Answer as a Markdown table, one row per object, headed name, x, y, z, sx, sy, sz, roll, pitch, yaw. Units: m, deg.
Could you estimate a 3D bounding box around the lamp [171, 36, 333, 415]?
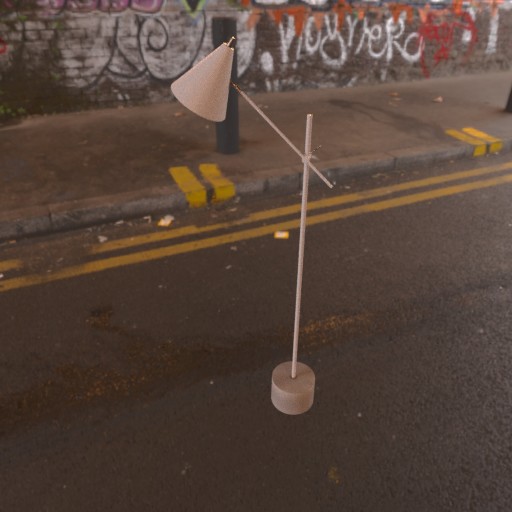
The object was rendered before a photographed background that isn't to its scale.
| name | x | y | z | sx | sy | sz | roll | pitch | yaw |
| --- | --- | --- | --- | --- | --- | --- | --- | --- | --- |
| lamp | 0.000 | 0.000 | 1.607 | 0.508 | 1.430 | 0.223 | 9 | 33 | 14 |
